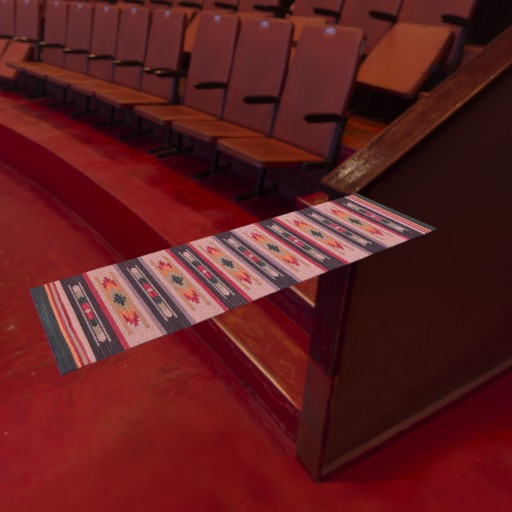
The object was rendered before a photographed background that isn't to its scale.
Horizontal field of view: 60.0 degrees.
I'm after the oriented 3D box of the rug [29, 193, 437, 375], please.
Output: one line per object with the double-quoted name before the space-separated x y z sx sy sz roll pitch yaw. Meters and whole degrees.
"rug" 0.000 0.000 2.697 2.440 0.009 0.760 -18 35 -28
